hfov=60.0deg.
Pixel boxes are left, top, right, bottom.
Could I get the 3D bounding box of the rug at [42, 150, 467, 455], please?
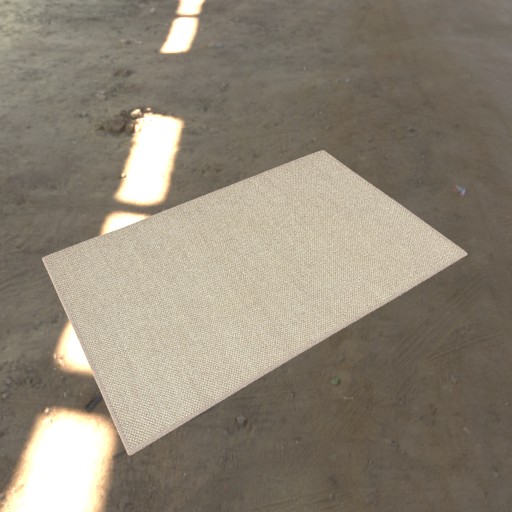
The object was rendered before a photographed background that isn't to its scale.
[{"bbox_3d":[0.000,0.000,2.061,1.676,0.013,1.067,-25,51,-23],"label":"rug"}]
